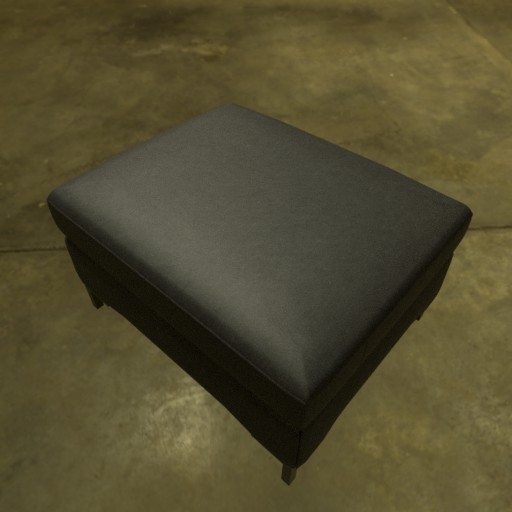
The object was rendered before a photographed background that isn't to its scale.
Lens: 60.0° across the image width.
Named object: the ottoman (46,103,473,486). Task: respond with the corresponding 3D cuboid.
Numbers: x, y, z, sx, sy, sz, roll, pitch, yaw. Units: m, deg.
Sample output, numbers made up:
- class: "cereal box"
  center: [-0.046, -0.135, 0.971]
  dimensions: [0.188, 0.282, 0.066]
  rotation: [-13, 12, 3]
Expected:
- class: "ottoman"
  center: [0.000, 0.000, 1.728]
  dimensions: [1.187, 0.696, 0.967]
  rotation: [33, 54, 28]
